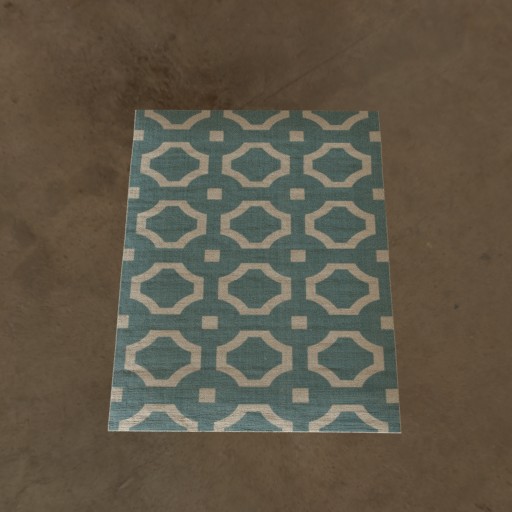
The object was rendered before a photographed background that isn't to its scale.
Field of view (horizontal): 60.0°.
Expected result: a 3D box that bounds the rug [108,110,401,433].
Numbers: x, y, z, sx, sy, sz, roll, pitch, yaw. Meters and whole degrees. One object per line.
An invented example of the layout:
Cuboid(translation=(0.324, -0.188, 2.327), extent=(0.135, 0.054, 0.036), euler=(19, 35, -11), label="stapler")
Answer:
Cuboid(translation=(0.000, 0.000, 4.099), extent=(2.466, 0.021, 3.049), euler=(0, 75, 0), label="rug")
